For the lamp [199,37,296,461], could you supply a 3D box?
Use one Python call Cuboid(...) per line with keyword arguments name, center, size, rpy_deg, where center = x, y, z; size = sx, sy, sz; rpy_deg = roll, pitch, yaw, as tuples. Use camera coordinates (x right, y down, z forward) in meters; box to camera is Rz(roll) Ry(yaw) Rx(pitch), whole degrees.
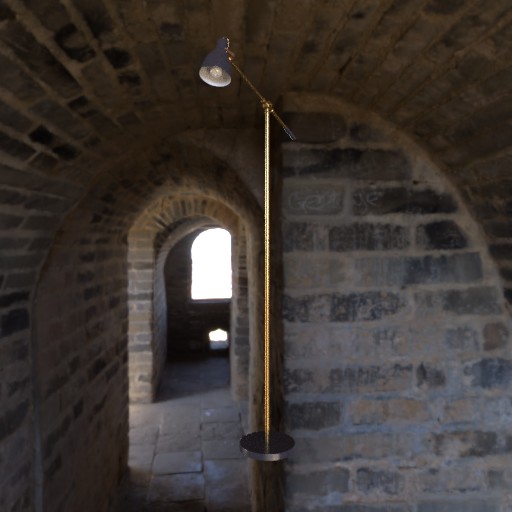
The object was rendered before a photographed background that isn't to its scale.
Cuboid(name="lamp", center=(0.000, 0.000, 1.808), size=(0.235, 1.628, 0.618), rpy_deg=(0, 0, 36))
